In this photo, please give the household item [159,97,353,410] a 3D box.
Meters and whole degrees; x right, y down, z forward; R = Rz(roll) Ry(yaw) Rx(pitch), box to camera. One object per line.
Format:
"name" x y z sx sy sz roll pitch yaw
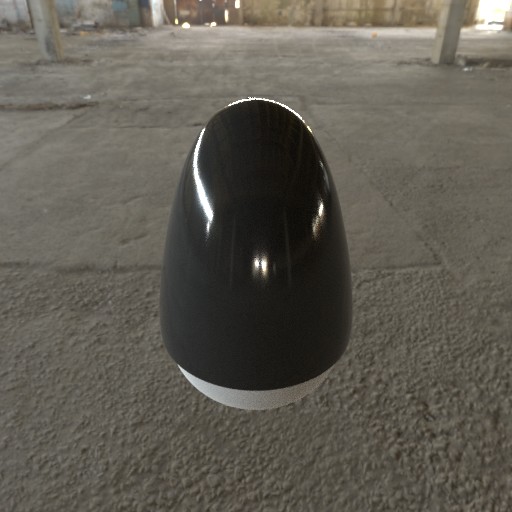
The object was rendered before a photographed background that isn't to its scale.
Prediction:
"household item" 0.000 0.000 0.223 0.102 0.152 0.104 -1 30 -2
